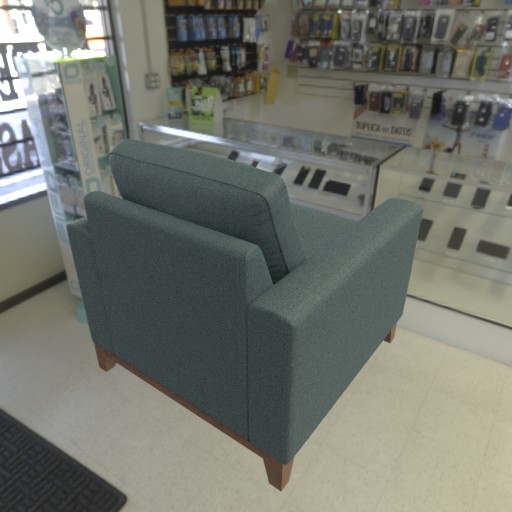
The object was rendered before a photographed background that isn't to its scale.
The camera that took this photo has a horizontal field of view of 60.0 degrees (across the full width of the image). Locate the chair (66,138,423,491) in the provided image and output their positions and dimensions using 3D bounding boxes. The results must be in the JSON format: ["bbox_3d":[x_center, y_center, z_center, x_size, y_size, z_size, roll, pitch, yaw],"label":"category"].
[{"bbox_3d":[0.000,0.000,1.849,1.024,1.010,1.038,20,35,32],"label":"chair"}]
